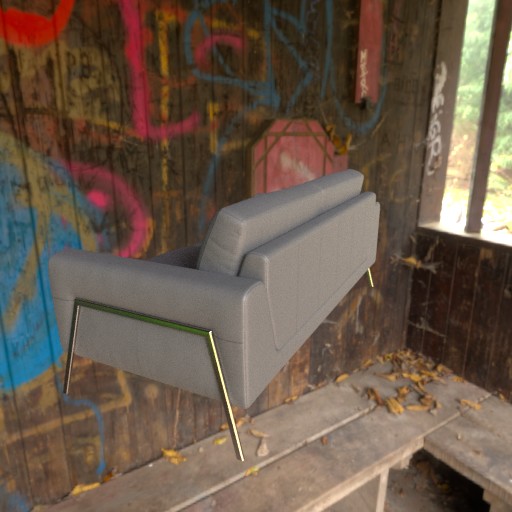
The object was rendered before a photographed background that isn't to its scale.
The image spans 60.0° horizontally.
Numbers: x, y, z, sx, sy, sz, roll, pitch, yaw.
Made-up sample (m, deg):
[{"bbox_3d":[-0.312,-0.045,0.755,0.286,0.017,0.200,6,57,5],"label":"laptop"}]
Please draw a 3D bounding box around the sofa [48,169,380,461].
[{"bbox_3d":[0.000,0.000,2.525,0.953,0.875,2.017,8,18,26],"label":"sofa"}]
